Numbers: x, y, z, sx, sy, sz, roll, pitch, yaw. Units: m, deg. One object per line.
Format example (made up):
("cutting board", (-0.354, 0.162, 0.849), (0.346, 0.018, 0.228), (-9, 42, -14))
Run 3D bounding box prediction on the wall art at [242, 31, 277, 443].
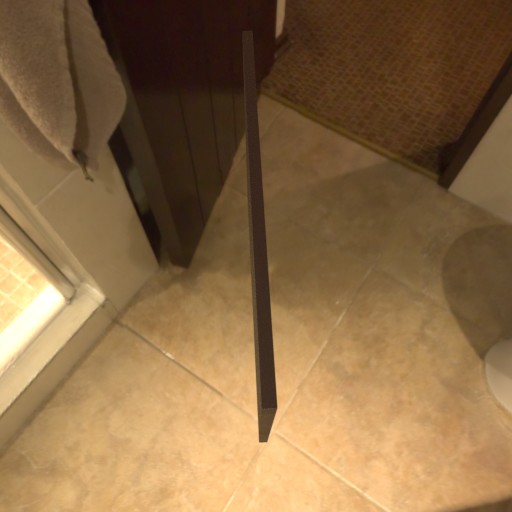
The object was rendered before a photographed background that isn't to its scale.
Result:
("wall art", (0.000, 0.000, 1.635), (0.034, 0.952, 1.207), (-2, 63, -1))
